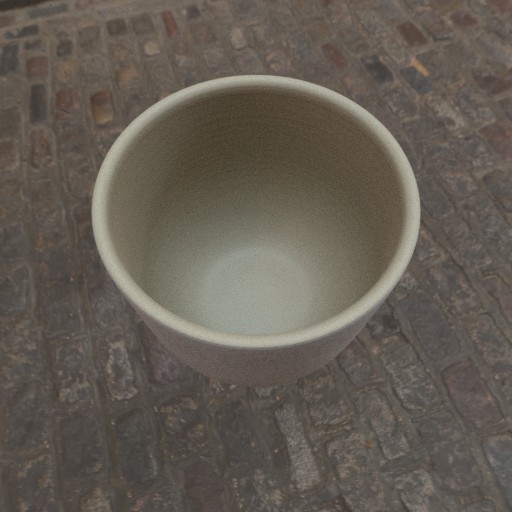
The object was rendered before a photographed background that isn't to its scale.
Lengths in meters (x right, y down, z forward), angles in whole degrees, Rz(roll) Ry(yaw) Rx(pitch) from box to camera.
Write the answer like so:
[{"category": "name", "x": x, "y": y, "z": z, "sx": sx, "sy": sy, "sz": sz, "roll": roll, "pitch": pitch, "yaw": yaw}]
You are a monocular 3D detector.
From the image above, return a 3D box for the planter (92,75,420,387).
[{"category": "planter", "x": 0.000, "y": 0.000, "z": 0.367, "sx": 0.208, "sy": 0.190, "sz": 0.208, "roll": 0, "pitch": 63, "yaw": 0}]
